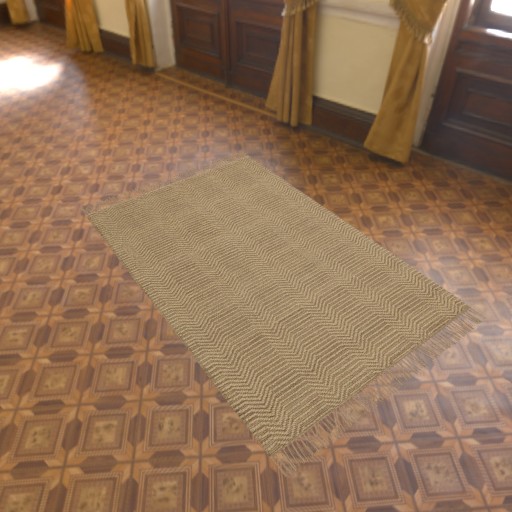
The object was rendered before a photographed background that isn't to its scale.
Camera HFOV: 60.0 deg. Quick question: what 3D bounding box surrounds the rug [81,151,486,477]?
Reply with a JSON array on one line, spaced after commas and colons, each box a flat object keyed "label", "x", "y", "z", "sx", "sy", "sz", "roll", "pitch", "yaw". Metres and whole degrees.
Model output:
[{"label": "rug", "x": 0.000, "y": 0.000, "z": 3.013, "sx": 1.528, "sy": 0.034, "sz": 2.523, "roll": -26, "pitch": 48, "yaw": -26}]
